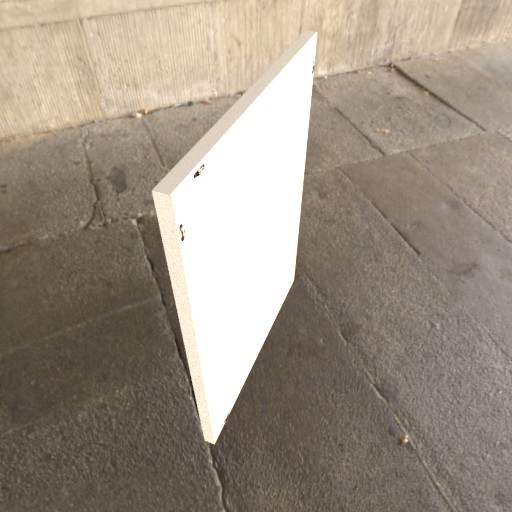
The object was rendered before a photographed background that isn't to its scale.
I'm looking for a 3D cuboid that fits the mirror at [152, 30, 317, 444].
[{"bbox_3d":[0.000,0.000,1.314,0.040,1.016,0.762,17,48,16],"label":"mirror"}]
